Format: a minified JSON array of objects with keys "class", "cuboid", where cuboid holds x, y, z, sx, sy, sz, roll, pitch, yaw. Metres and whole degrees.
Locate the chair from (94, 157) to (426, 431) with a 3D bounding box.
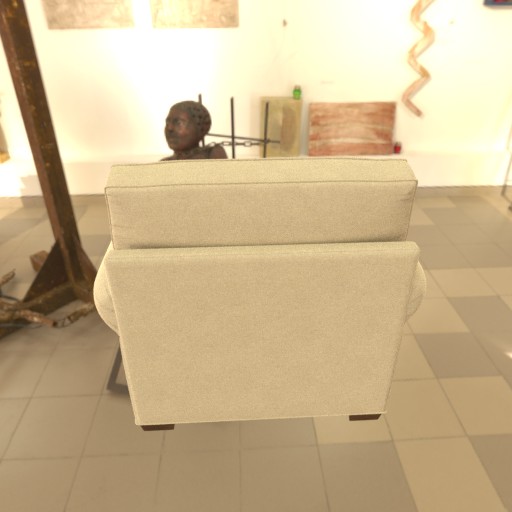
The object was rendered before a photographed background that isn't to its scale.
[{"class":"chair","cuboid":[0.000,0.000,1.712,1.040,0.955,0.863,-2,31,-3]}]
